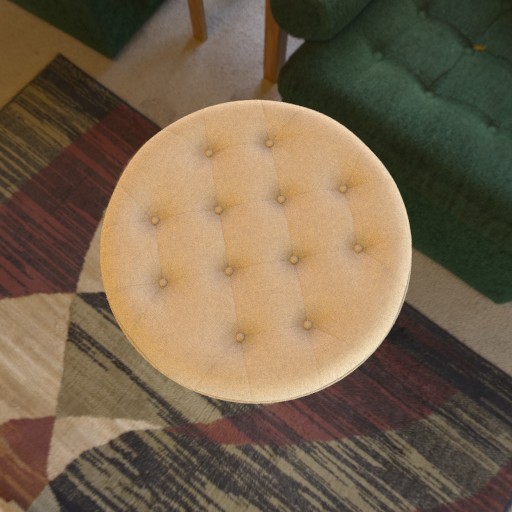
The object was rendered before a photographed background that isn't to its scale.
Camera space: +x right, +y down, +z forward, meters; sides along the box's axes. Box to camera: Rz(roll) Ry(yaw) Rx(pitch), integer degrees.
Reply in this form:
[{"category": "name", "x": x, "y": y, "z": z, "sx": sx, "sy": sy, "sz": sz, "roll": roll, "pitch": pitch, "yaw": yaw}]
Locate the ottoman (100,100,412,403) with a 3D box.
[{"category": "ottoman", "x": 0.000, "y": 0.000, "z": 1.369, "sx": 0.849, "sy": 0.478, "sz": 0.849, "roll": 0, "pitch": 75, "yaw": 0}]
